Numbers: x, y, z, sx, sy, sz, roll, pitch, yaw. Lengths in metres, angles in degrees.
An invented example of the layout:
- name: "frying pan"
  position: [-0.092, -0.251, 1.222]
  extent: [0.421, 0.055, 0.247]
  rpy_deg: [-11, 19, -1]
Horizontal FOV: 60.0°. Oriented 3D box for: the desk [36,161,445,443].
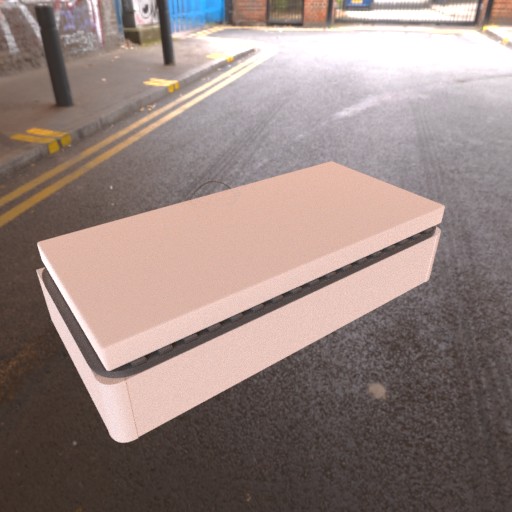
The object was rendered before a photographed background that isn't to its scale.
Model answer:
- name: "desk"
  position: [0.000, 0.000, 2.265]
  extent: [1.900, 0.526, 0.900]
  rpy_deg: [-21, 37, -30]
